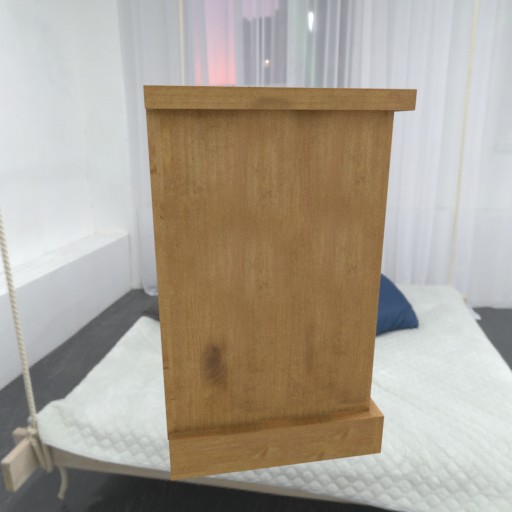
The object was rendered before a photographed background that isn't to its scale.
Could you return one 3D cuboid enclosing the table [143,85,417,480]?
[{"bbox_3d":[0.000,0.000,1.209,0.500,0.813,0.660,-3,17,-10],"label":"table"}]
